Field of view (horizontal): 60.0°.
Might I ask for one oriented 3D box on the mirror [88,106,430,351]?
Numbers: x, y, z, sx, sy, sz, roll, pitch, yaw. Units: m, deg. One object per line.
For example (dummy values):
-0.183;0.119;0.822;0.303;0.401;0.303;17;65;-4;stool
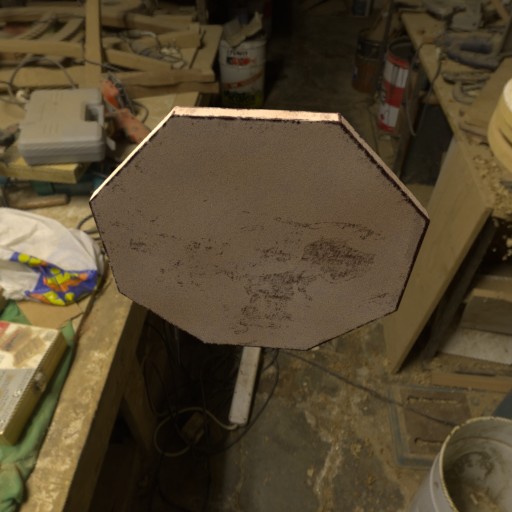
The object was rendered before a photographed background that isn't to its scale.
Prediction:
0.000;0.000;0.941;0.648;0.648;0.031;3;45;3;mirror
